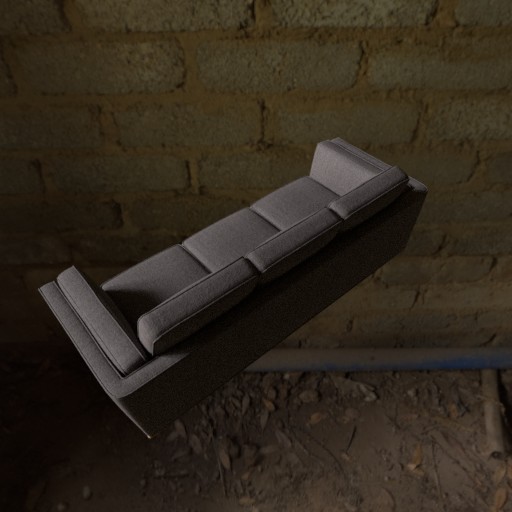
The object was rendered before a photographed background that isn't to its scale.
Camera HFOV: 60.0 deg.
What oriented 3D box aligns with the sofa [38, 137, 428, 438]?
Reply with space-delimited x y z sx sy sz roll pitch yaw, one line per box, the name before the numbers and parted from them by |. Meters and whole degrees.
sofa | 0.000 0.000 2.837 2.362 0.899 0.903 -31 54 -27
